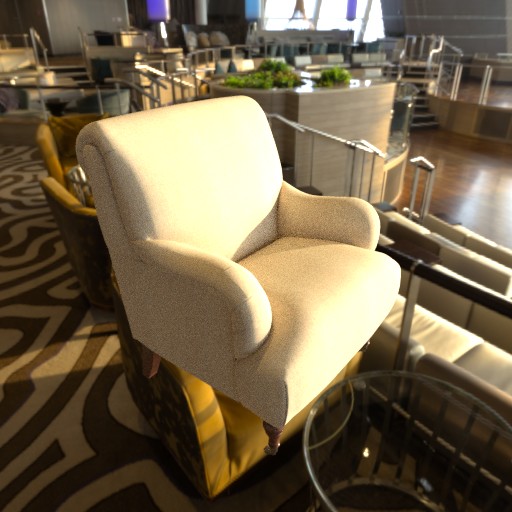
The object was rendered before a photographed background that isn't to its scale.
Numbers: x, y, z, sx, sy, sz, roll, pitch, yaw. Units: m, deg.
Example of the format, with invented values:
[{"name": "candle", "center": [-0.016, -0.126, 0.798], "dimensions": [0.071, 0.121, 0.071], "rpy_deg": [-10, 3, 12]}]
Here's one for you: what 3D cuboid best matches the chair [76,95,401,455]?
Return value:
[{"name": "chair", "center": [0.000, 0.000, 1.533], "dimensions": [0.842, 0.944, 0.766], "rpy_deg": [20, 34, 33]}]
